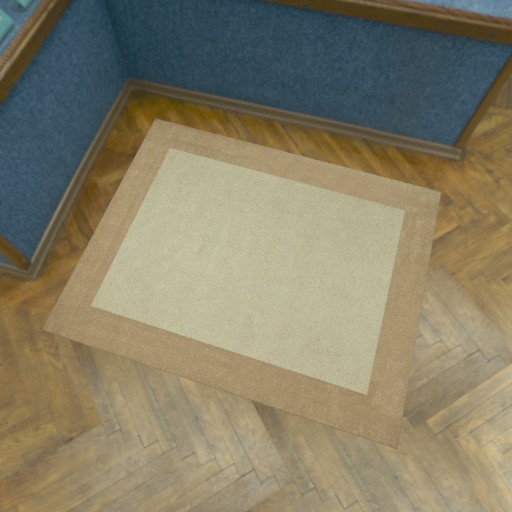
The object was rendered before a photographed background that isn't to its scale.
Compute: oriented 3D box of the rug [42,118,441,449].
[{"bbox_3d":[0.000,0.000,4.068,3.048,0.014,2.438,16,66,7],"label":"rug"}]
